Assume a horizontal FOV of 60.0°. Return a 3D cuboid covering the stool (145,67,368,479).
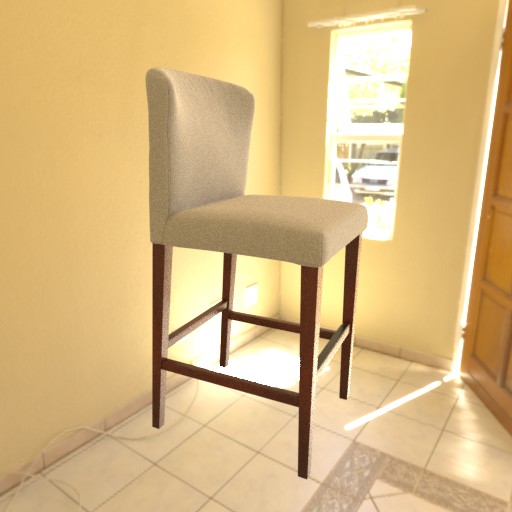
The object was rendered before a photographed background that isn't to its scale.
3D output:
[{"bbox_3d":[0.000,0.000,1.334,0.568,1.069,0.479,7,17,25],"label":"stool"}]
